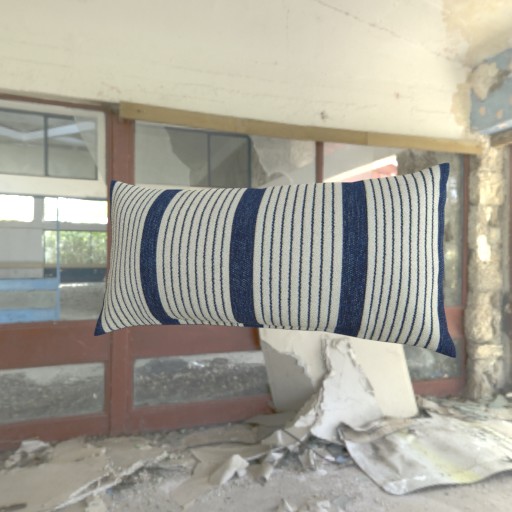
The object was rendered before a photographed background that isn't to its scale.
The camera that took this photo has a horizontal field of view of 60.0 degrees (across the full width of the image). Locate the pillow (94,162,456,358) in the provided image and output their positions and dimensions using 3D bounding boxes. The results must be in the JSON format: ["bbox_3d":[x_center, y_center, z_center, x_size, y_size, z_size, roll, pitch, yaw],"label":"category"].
[{"bbox_3d":[0.000,0.000,0.739,0.608,0.292,0.156,0,0,18],"label":"pillow"}]
